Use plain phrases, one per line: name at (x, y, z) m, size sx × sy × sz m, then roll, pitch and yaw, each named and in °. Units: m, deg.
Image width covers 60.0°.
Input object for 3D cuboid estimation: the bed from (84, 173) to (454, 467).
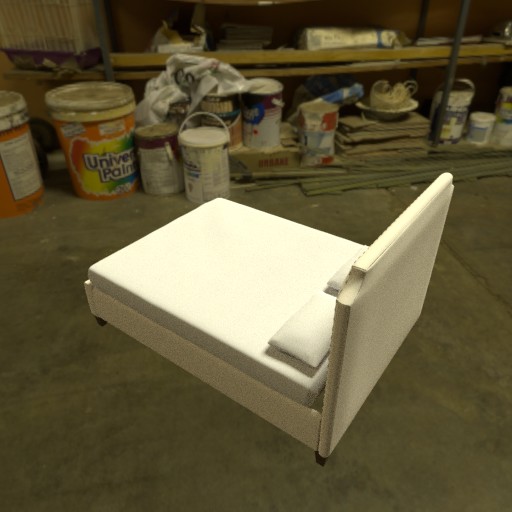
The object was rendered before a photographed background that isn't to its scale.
bed at (0.000, 0.000, 3.533) m, size 2.372 × 1.497 × 1.712 m, roll 22°, pitch 39°, yaw 30°
